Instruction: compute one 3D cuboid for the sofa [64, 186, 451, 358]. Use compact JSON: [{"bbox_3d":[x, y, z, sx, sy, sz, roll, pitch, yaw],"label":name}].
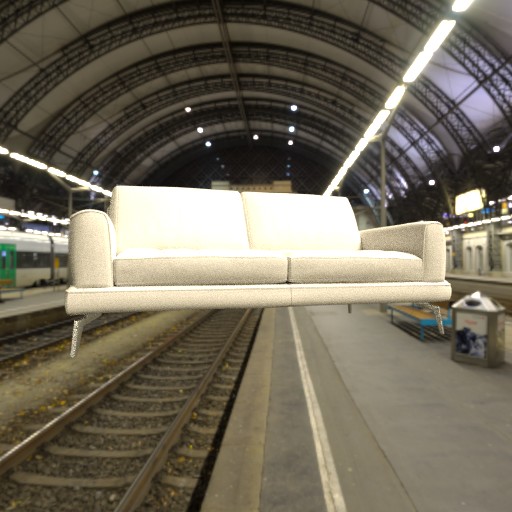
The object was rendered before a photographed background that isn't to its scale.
[{"bbox_3d":[0.000,0.000,2.825,2.177,0.930,1.121,0,-1,-18],"label":"sofa"}]
